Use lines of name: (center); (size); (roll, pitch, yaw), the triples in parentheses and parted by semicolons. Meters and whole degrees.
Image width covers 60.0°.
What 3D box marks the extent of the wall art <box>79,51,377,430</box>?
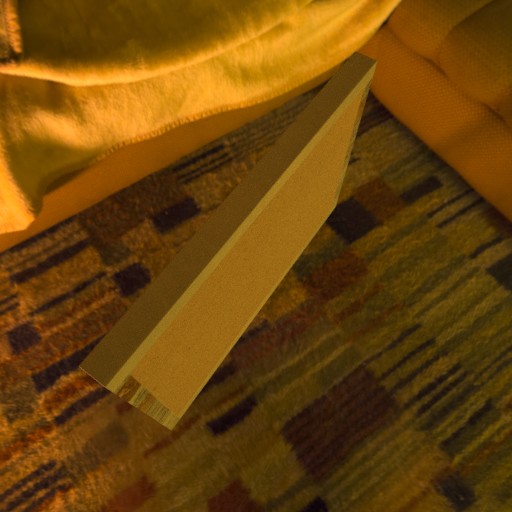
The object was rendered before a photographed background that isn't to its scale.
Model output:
wall art: (0.000, 0.000, 0.762); (0.041, 0.407, 0.606); (32, 67, 15)
